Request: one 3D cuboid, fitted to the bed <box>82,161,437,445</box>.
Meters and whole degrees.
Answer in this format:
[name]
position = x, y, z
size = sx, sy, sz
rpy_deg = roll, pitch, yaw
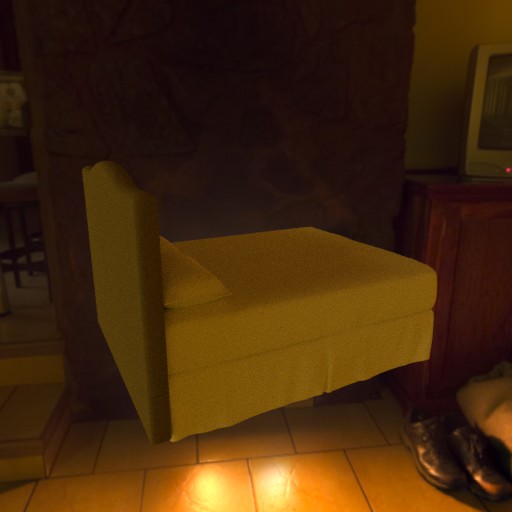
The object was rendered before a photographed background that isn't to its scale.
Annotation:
[bed]
position = 0.000, 0.000, 3.157
size = 2.036, 1.387, 1.666
rpy_deg = -8, 18, -26
